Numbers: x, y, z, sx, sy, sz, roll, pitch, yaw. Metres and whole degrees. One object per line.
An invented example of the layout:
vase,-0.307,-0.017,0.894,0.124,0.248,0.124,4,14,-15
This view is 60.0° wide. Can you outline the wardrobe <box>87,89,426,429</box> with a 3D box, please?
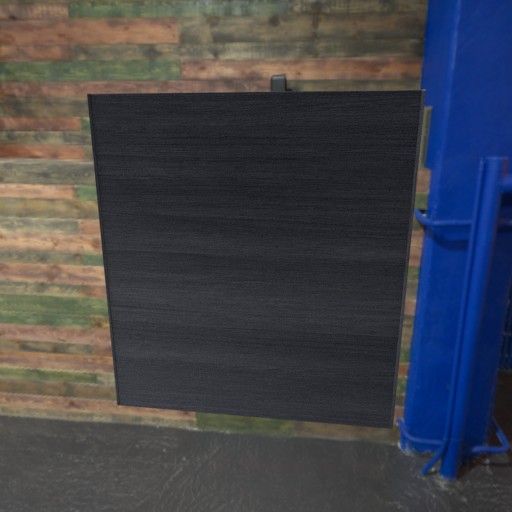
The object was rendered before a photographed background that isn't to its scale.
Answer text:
wardrobe,0.000,0.000,2.868,1.780,1.960,0.629,2,16,8
